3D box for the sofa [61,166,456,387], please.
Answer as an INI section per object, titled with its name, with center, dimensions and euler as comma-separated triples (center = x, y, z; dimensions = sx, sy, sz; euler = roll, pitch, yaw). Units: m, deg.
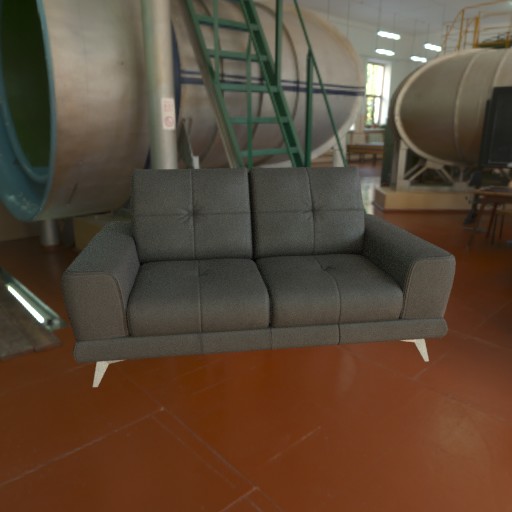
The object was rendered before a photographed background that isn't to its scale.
[sofa]
center = 0.000, 0.000, 2.432
dimensions = 1.806, 0.907, 1.018
euler = -2, 17, -8
